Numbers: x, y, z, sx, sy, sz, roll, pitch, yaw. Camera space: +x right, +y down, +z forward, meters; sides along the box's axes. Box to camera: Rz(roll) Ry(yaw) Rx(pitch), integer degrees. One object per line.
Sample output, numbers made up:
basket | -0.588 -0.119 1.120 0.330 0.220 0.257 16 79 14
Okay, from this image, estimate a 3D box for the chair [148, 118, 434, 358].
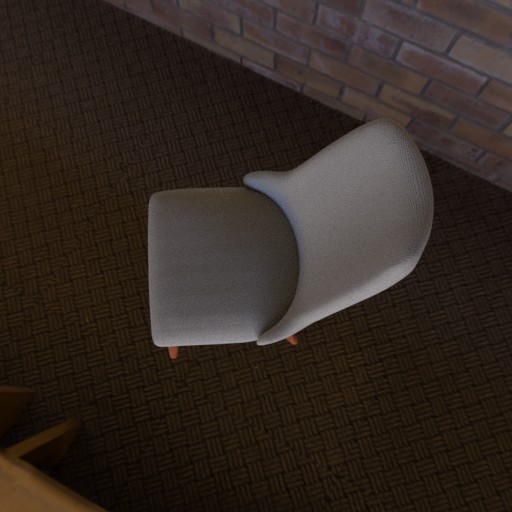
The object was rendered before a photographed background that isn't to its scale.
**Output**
chair | 0.000 0.000 1.318 0.707 0.918 0.535 -4 76 -1
